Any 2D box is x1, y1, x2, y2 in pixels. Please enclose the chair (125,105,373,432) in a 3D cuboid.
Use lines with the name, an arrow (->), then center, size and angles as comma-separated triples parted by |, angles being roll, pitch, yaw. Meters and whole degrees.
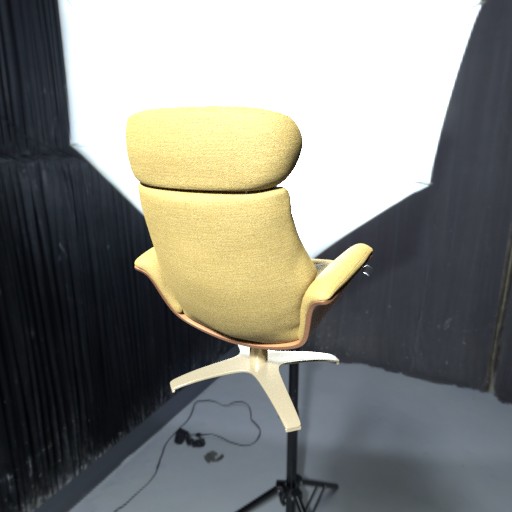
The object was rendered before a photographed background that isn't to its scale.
chair -> 0.000, 0.000, 1.600 | 0.785, 0.995, 0.837 | 8, 18, 27
